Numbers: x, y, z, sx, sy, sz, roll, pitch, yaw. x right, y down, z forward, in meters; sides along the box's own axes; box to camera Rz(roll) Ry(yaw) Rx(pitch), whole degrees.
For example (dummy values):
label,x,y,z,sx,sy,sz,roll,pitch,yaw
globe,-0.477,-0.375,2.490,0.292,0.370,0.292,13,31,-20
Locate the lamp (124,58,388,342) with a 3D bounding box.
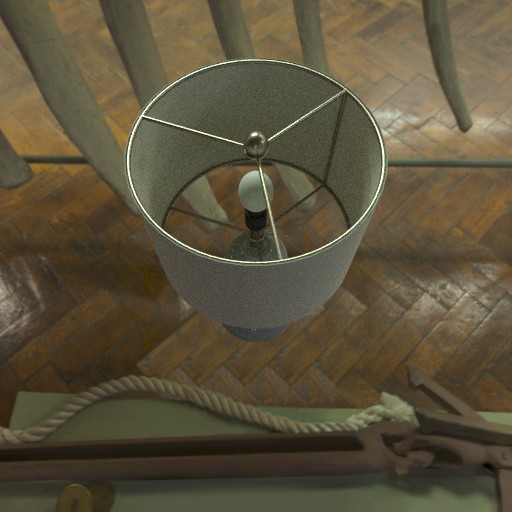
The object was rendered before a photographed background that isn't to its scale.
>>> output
label,x,y,z,sx,sy,sz,roll,pitch,yaw
lamp,0.000,0.000,0.923,0.367,0.730,0.367,2,63,1
